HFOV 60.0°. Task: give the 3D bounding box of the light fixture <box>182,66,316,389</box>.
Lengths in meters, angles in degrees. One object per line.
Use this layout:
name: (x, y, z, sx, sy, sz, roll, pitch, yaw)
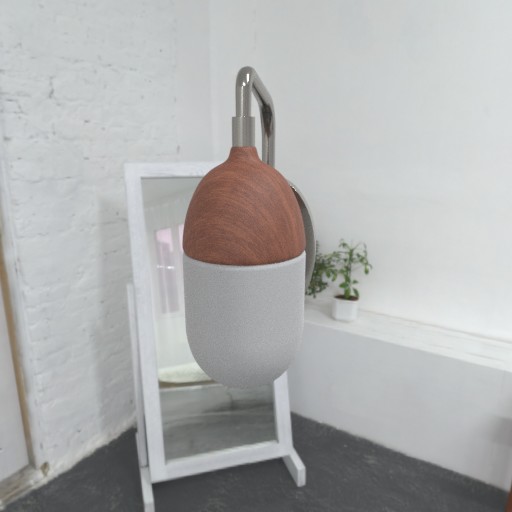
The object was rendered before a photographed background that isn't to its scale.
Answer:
light fixture: (0.000, 0.000, 0.443, 0.108, 0.343, 0.216, 3, 16, 10)
